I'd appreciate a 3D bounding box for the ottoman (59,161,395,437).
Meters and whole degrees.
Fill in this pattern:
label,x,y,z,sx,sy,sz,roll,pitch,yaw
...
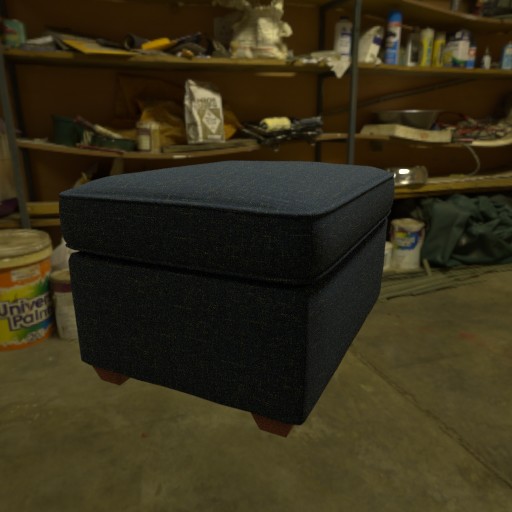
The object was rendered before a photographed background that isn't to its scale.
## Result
label,x,y,z,sx,sy,sz,roll,pitch,yaw
ottoman,0.000,0.000,1.098,0.549,0.450,0.749,8,18,25
